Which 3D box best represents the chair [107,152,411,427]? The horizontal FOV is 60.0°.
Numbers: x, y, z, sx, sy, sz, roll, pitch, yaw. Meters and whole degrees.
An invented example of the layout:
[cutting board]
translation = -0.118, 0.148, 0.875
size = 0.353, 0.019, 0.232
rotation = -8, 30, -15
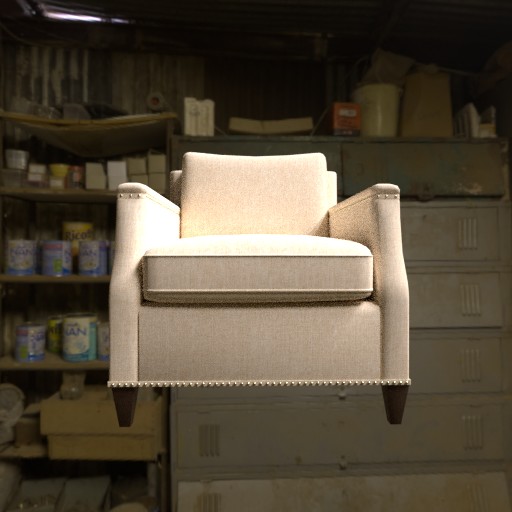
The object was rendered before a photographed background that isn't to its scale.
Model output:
[chair]
translation = 0.000, 0.000, 1.714
size = 0.838, 0.940, 1.041
rotation = 0, 1, -1
